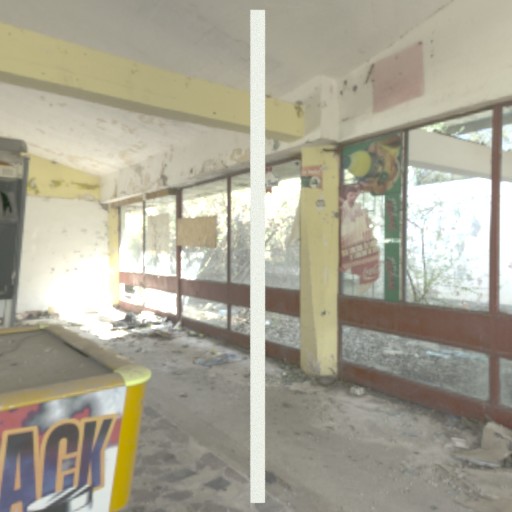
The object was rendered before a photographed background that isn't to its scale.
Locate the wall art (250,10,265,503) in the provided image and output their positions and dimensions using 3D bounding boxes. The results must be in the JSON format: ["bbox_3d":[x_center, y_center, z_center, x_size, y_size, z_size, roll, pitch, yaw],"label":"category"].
[{"bbox_3d":[0.000,0.000,0.540,0.013,0.433,0.303,0,1,-1],"label":"wall art"}]
